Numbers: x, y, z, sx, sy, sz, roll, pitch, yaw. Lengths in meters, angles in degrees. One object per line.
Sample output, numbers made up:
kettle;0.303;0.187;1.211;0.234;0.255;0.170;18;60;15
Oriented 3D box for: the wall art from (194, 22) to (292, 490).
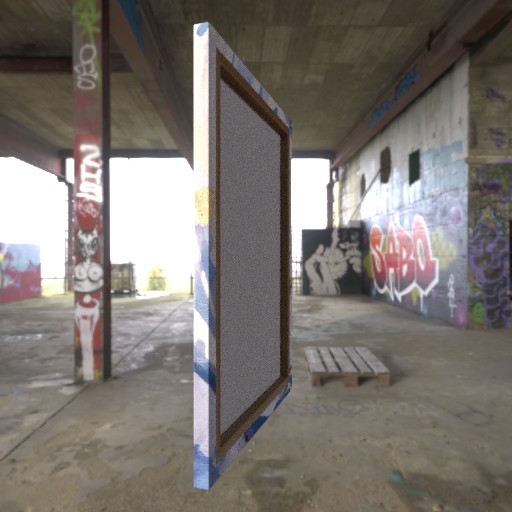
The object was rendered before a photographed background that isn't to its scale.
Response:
wall art;0.000;0.000;1.324;0.038;1.015;0.761;0;0;18
